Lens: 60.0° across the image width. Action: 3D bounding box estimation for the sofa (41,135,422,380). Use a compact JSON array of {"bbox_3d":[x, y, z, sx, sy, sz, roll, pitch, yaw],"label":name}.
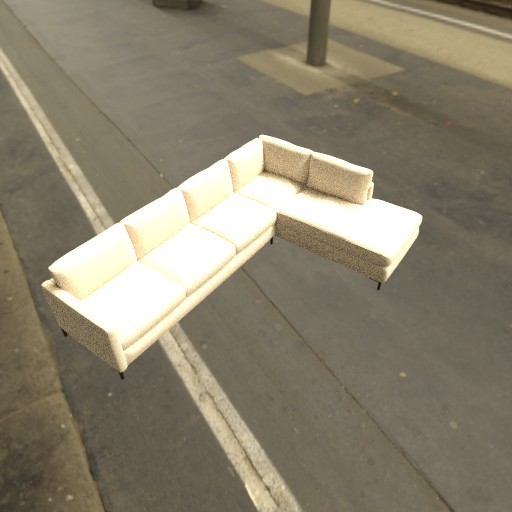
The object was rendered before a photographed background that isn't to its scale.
[{"bbox_3d":[0.000,0.000,3.964,2.007,0.815,2.949,26,47,27],"label":"sofa"}]
